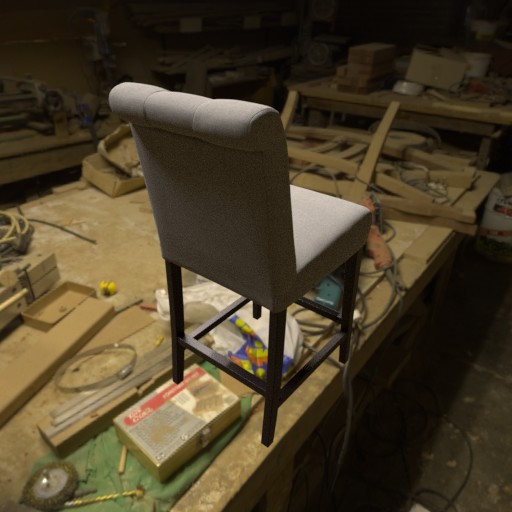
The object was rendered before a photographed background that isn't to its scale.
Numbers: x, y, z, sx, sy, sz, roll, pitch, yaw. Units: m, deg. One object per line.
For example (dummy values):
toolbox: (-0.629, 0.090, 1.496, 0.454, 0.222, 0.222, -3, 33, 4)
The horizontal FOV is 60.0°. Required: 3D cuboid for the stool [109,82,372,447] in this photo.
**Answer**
stool: (0.000, 0.000, 1.381, 0.493, 1.040, 0.601, 22, 37, 33)
